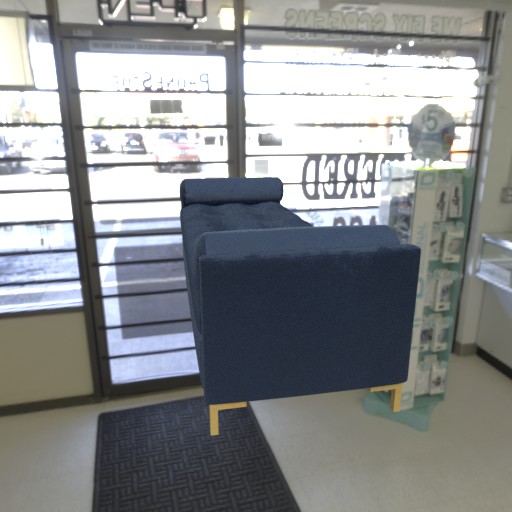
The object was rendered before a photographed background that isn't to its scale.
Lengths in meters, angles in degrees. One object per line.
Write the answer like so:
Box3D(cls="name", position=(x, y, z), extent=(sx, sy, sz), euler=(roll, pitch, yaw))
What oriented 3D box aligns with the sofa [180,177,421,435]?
Box3D(cls="sofa", position=(0.000, 0.000, 2.521), extent=(0.796, 0.705, 2.102), euler=(-3, 16, -11))
